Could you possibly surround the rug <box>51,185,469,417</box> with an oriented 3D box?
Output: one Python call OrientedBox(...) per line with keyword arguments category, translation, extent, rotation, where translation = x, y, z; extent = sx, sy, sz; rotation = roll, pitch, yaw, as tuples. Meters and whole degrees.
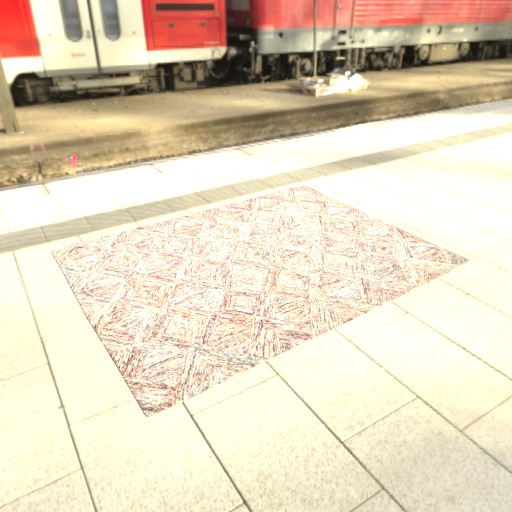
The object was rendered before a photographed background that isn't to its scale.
OrientedBox(category="rug", translation=(0.000, 0.000, 4.225), extent=(3.226, 0.024, 2.436), rotation=(-19, 35, -29))
